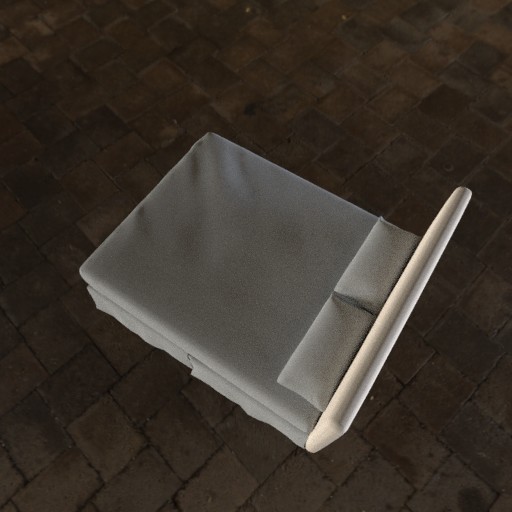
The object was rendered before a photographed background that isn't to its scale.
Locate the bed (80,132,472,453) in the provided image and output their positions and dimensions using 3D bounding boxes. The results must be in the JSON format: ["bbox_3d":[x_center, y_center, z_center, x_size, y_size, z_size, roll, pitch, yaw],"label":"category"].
[{"bbox_3d":[0.000,0.000,3.235,2.142,1.330,1.748,30,66,15],"label":"bed"}]
